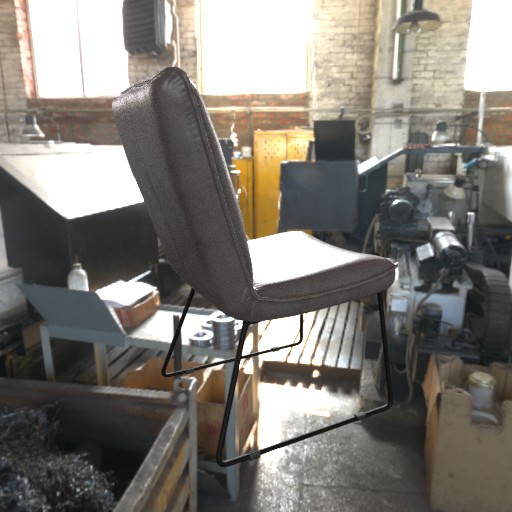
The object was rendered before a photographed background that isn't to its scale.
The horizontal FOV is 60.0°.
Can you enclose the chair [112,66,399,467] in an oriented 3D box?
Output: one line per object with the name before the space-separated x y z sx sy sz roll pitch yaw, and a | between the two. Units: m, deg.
chair | 0.000 0.000 1.304 0.688 0.932 0.515 -7 16 -27
